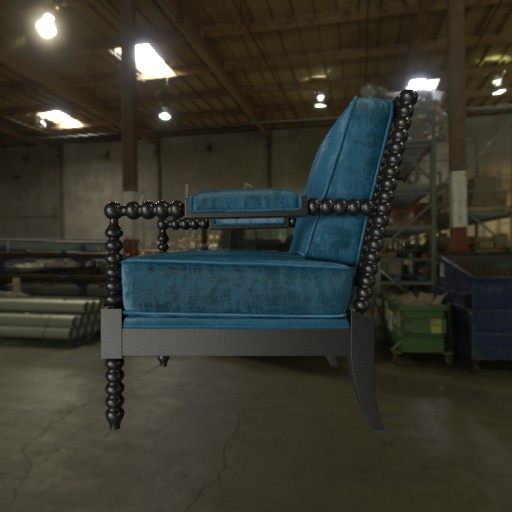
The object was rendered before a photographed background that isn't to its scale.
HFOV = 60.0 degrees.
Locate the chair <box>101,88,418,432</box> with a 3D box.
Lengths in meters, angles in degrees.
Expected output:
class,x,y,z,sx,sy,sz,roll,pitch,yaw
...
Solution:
class,x,y,z,sx,sy,sz,roll,pitch,yaw
chair,0.000,0.000,1.405,0.805,0.857,0.688,0,1,0
